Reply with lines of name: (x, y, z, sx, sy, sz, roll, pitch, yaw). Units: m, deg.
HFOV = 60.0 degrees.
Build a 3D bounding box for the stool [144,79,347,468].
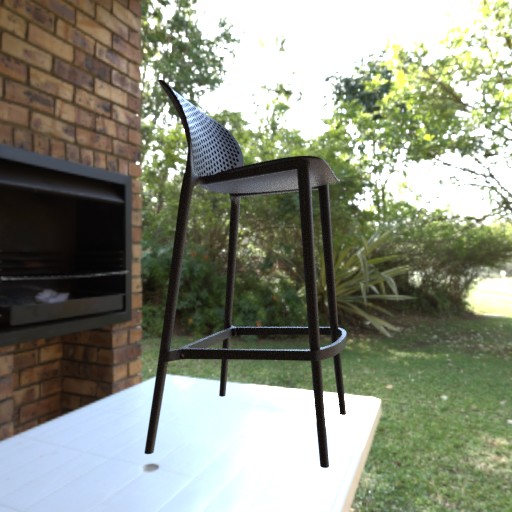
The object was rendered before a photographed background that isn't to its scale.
stool: (0.000, 0.000, 1.353, 0.535, 1.045, 0.536, 0, 0, 18)
